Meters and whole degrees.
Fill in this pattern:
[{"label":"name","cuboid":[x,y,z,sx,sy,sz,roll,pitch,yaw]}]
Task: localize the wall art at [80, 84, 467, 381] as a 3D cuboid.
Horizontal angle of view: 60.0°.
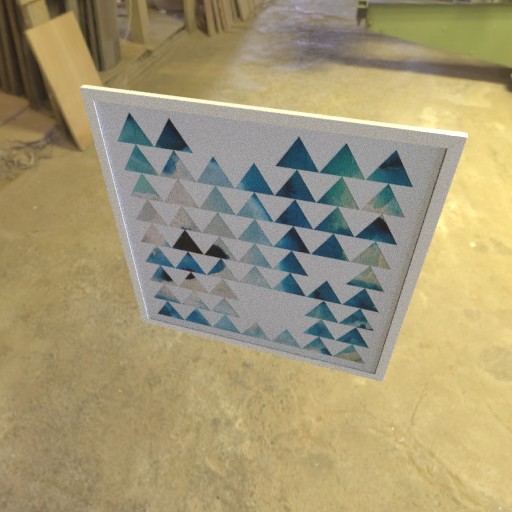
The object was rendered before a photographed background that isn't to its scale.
[{"label":"wall art","cuboid":[0.000,0.000,0.807,0.557,0.557,0.012,11,43,12]}]
